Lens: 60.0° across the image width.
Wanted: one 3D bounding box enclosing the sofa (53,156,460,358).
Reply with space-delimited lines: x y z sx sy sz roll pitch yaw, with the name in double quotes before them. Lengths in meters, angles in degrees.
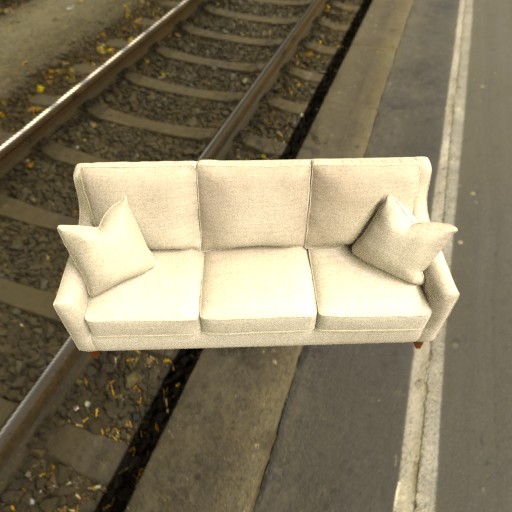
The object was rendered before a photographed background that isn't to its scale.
"sofa" 0.000 0.000 2.513 2.031 0.914 0.865 -1 48 -1
